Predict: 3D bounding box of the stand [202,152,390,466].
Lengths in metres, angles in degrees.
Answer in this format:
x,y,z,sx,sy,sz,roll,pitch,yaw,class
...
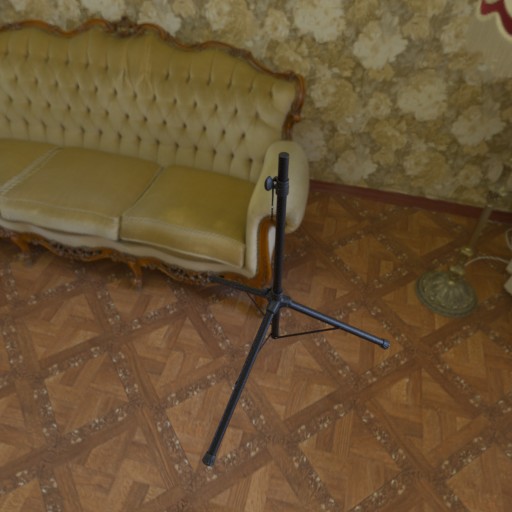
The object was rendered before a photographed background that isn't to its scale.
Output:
x,y,z,sx,sy,sz,roll,pitch,yaw,class
0.000,0.000,1.854,1.045,1.136,0.907,-24,50,-22,stand
